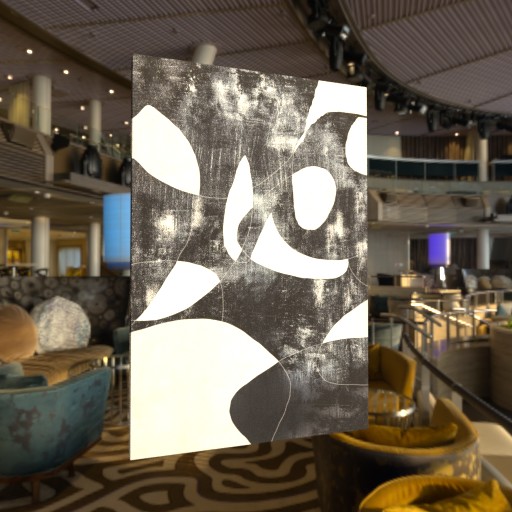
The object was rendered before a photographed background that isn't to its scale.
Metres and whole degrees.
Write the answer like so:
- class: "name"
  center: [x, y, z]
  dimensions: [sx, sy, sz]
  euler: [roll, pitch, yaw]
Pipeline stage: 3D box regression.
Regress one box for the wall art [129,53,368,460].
- class: "wall art"
  center: [0.000, 0.000, 0.746]
  dimensions: [0.407, 0.610, 0.039]
  euler: [0, -1, -18]
